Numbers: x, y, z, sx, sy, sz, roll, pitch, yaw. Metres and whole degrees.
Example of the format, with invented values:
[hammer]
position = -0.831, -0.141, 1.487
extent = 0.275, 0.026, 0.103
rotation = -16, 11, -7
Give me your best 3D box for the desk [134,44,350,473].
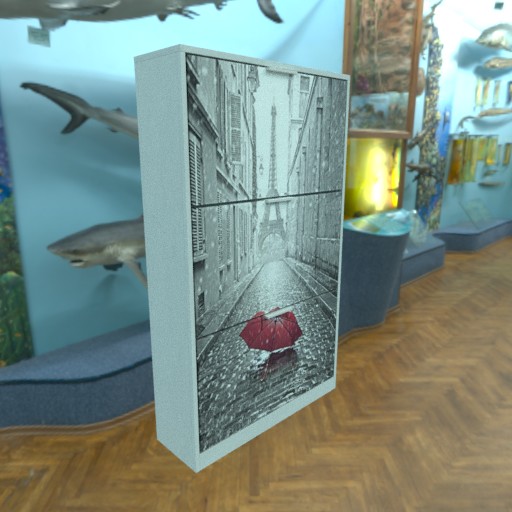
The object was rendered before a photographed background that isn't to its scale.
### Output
[desk]
position = 0.000, 0.000, 1.610
extent = 0.750, 1.280, 0.250
rotation = -13, 19, -42
